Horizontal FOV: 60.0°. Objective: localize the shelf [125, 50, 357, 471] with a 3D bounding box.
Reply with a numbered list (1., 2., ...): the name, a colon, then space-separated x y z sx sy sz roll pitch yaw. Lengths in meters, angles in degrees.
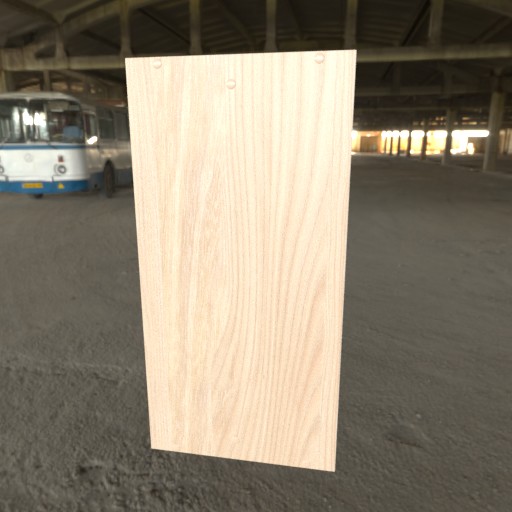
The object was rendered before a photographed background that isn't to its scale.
1. shelf: 0.000 0.000 0.766 0.297 0.594 0.290 3 14 10
